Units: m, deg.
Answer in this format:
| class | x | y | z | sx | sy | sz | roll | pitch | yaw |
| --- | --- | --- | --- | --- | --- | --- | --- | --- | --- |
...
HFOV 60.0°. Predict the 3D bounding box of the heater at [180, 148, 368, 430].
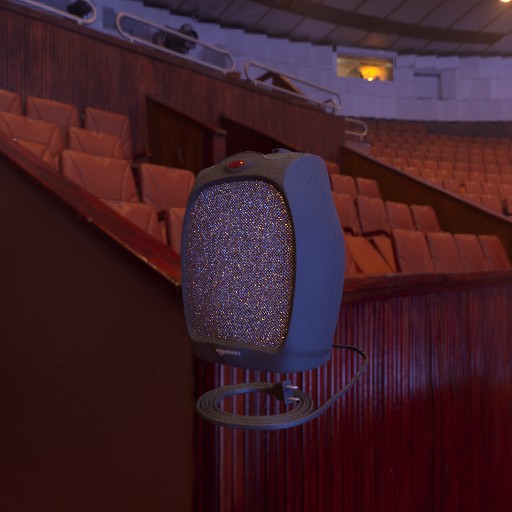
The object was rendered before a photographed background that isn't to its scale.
| class | x | y | z | sx | sy | sz | roll | pitch | yaw |
| --- | --- | --- | --- | --- | --- | --- | --- | --- | --- |
| heater | 0.000 | 0.000 | 0.469 | 0.239 | 0.240 | 0.291 | 0 | 1 | 35 |
